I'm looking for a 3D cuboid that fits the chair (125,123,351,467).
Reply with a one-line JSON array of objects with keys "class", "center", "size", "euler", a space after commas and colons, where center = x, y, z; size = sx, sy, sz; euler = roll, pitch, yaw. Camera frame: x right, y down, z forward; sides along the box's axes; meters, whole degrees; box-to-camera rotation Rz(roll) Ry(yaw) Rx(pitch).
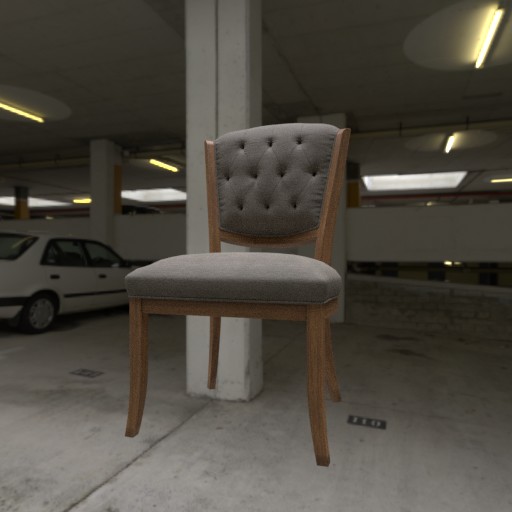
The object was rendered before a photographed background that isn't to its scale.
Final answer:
[{"class": "chair", "center": [0.000, 0.000, 1.299], "size": [0.513, 0.905, 0.584], "euler": [0, 0, 18]}]
